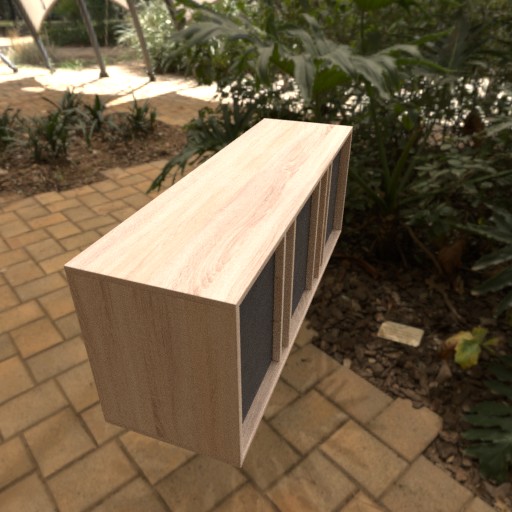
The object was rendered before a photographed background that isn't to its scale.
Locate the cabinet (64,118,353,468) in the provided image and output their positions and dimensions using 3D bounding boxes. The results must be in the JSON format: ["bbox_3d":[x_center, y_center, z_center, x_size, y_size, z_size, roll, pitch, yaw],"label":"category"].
[{"bbox_3d":[0.000,0.000,1.980,0.500,0.780,1.650,11,33,17],"label":"cabinet"}]
